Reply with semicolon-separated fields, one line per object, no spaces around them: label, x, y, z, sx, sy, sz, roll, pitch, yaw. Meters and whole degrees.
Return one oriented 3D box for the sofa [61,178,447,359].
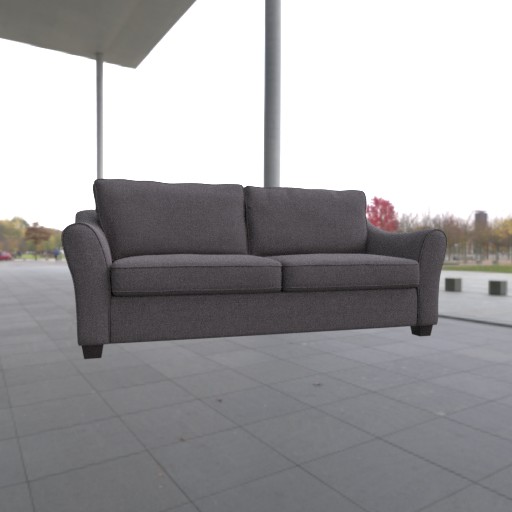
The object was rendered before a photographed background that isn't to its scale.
sofa;0.000;0.000;2.807;2.203;0.976;1.013;0;1;-17
